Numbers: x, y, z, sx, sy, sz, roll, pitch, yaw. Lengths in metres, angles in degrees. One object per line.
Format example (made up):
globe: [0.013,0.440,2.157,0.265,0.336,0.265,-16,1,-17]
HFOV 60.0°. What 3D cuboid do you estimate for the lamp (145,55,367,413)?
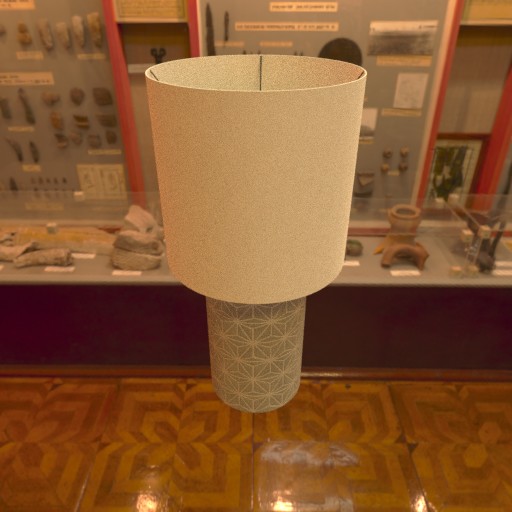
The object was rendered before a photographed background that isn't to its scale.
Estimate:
lamp: [0.000,0.000,0.529,0.206,0.416,0.206,1,31,2]
